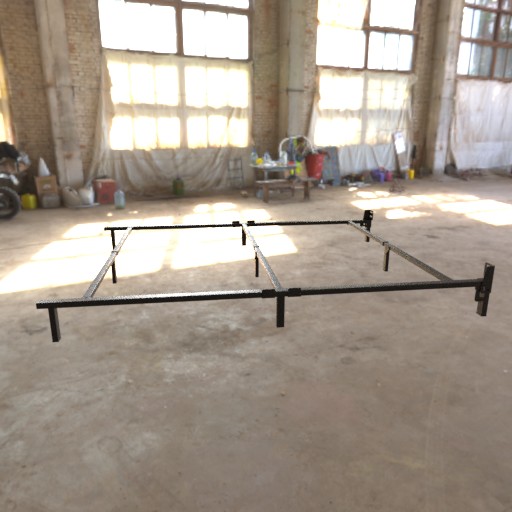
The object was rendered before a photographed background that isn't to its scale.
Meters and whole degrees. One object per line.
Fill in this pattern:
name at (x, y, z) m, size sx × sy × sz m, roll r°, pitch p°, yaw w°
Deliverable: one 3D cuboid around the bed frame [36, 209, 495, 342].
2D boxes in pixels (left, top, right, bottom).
bed frame at (0.000, 0.000, 2.628) m, size 1.990 × 0.248 × 1.498 m, roll -2°, pitch 16°, yaw -8°
